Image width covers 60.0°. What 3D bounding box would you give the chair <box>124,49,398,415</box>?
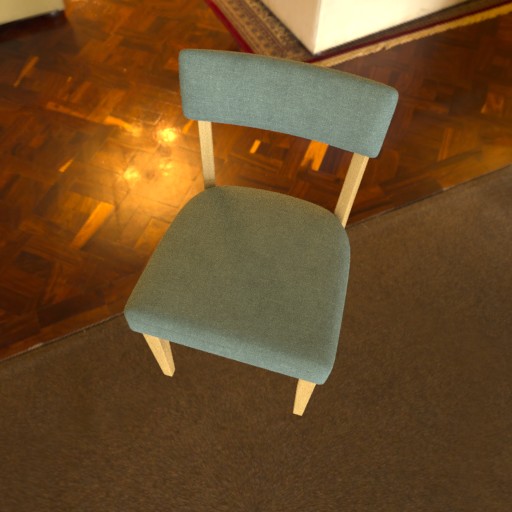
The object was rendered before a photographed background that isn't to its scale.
[{"bbox_3d":[0.000,0.000,1.182,0.508,0.832,0.572,14,60,8],"label":"chair"}]
